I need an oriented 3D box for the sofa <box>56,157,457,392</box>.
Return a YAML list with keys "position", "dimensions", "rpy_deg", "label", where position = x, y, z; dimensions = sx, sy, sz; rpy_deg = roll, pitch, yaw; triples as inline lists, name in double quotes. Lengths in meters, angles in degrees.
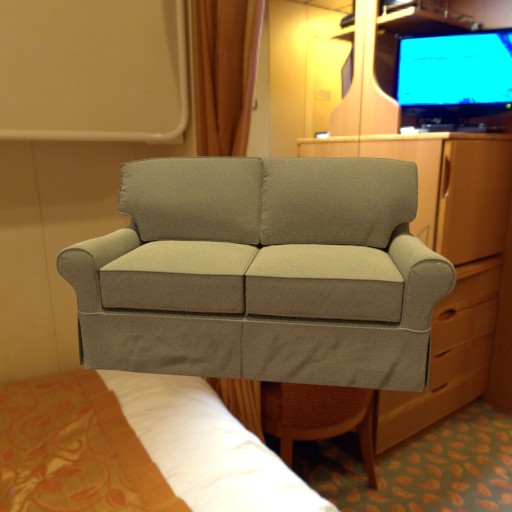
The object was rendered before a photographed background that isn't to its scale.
- position: [0.000, 0.000, 2.358]
  dimensions: [1.823, 1.024, 0.841]
  rpy_deg: [2, 13, 8]
  label: "sofa"
